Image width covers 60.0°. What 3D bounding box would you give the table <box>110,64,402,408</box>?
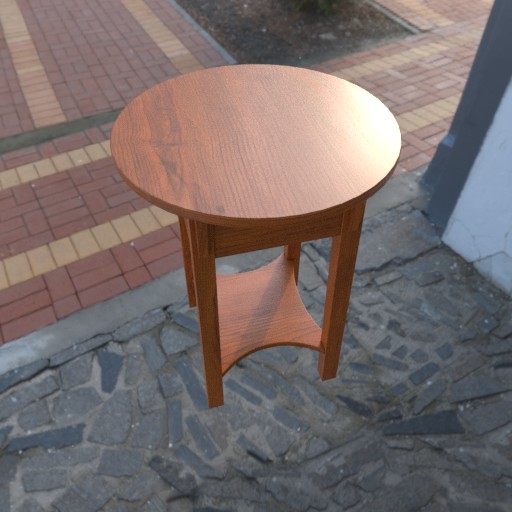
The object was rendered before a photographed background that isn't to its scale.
[{"bbox_3d":[0.000,0.000,0.929,0.457,0.610,0.457,0,46,0],"label":"table"}]
